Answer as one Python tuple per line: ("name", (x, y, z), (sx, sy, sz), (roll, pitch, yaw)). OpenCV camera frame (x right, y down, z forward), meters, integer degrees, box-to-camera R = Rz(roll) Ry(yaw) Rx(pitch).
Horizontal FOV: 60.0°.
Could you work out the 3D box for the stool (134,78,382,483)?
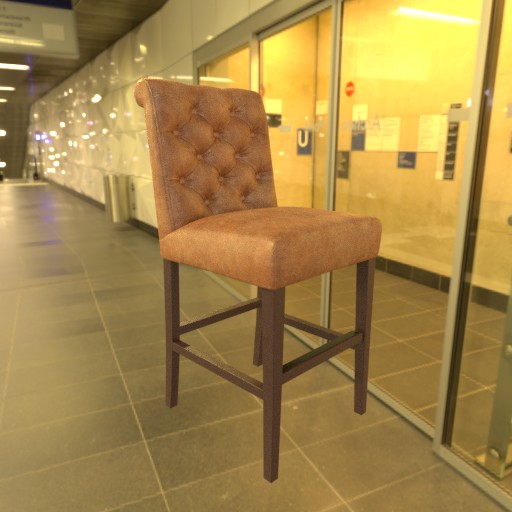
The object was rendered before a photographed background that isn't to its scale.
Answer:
("stool", (0.000, 0.000, 1.378), (0.493, 1.047, 0.601), (-13, 19, -43))
